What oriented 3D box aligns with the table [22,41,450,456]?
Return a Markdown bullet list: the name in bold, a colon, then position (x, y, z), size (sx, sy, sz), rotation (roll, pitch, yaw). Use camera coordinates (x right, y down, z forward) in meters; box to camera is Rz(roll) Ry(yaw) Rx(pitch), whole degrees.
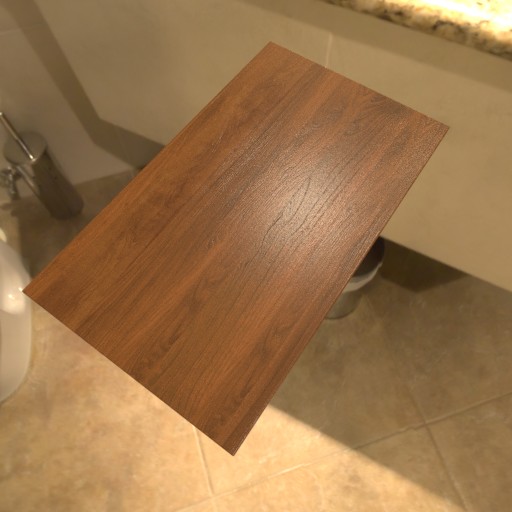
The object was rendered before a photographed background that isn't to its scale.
- **table**: position (0.000, 0.000, 1.672), size (0.714, 0.760, 1.205), rotation (32, 68, 14)
